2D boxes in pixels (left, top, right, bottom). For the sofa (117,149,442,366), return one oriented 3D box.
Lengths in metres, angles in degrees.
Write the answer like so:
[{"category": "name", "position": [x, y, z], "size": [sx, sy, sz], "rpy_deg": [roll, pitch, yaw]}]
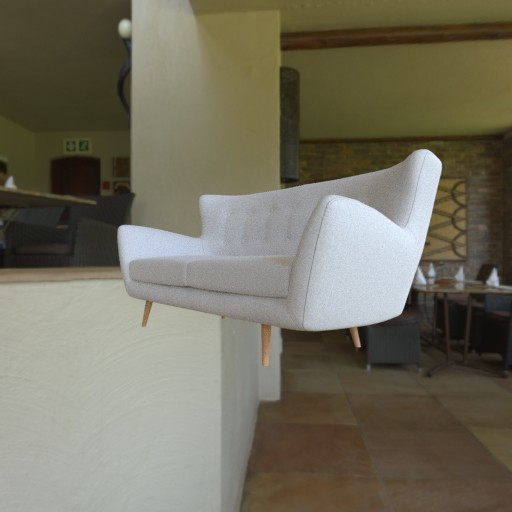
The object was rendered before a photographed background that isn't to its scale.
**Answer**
[{"category": "sofa", "position": [0.000, 0.000, 2.421], "size": [0.899, 0.890, 1.930], "rpy_deg": [0, 0, -37]}]
